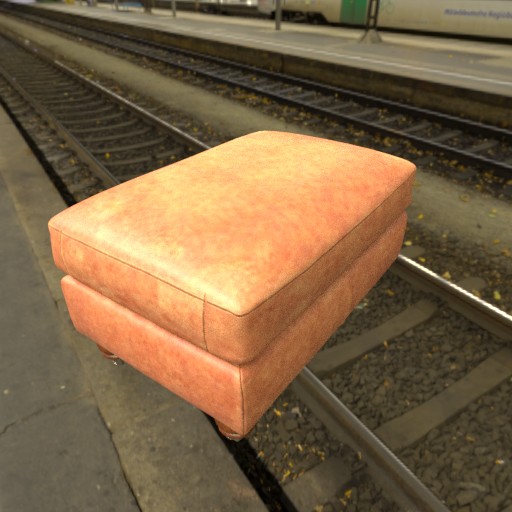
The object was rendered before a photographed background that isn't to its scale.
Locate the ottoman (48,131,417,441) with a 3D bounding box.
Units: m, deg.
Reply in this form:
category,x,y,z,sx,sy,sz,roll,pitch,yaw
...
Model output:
category,x,y,z,sx,sy,sz,roll,pitch,yaw
ottoman,0.000,0.000,1.192,0.565,0.507,0.852,21,37,30
